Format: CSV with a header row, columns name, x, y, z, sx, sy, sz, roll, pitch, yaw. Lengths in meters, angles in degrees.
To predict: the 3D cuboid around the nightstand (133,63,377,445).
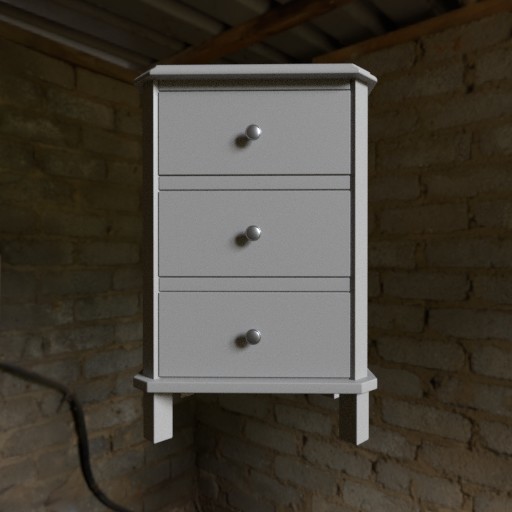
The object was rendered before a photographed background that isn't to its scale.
name,x,y,z,sx,sy,sz,roll,pitch,yaw
nightstand,0.000,0.000,0.952,0.450,0.680,0.350,0,0,1
